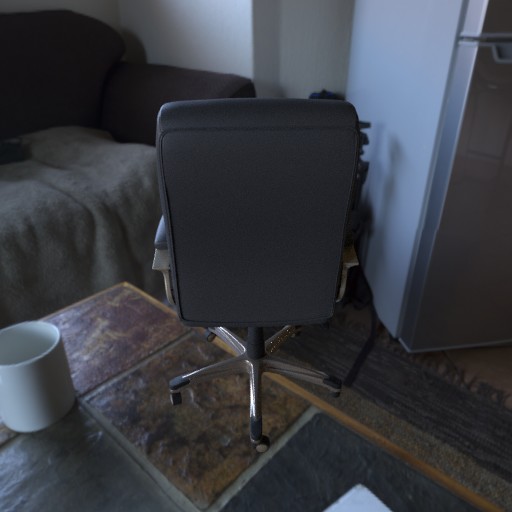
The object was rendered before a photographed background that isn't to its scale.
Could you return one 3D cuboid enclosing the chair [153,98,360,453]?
[{"bbox_3d":[0.000,0.000,1.601,0.694,1.188,0.748,-1,30,-2],"label":"chair"}]
